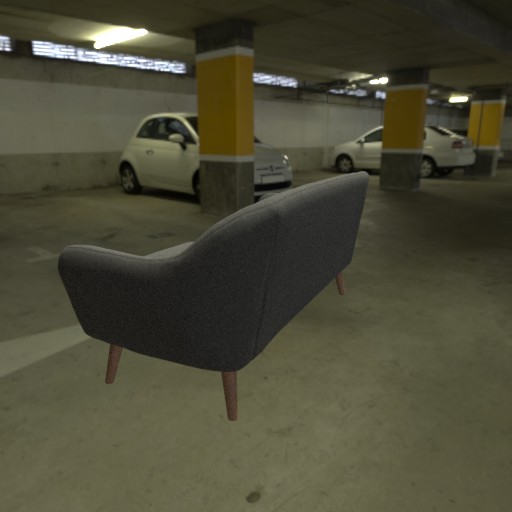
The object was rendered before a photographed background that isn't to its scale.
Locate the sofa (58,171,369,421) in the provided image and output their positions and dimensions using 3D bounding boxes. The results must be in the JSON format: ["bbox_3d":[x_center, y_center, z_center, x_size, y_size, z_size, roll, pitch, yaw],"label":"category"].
[{"bbox_3d":[0.000,0.000,2.290,0.820,0.820,1.840,7,16,25],"label":"sofa"}]
